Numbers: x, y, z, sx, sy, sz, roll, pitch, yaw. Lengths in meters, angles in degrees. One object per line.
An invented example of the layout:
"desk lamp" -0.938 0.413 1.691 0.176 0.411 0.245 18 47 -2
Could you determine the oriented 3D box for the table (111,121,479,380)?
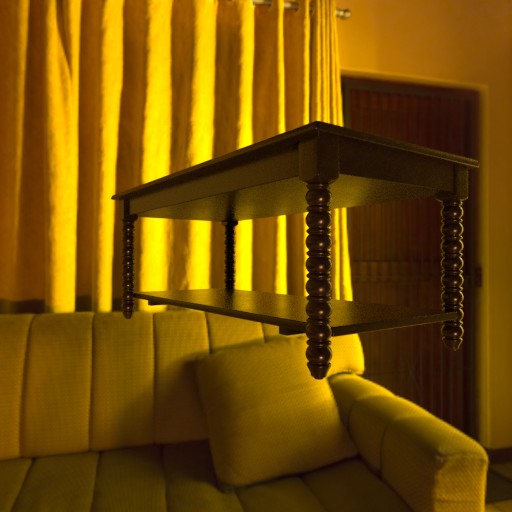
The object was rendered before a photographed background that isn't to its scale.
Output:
"table" 0.000 0.000 1.441 0.580 0.487 1.171 0 -1 -36
